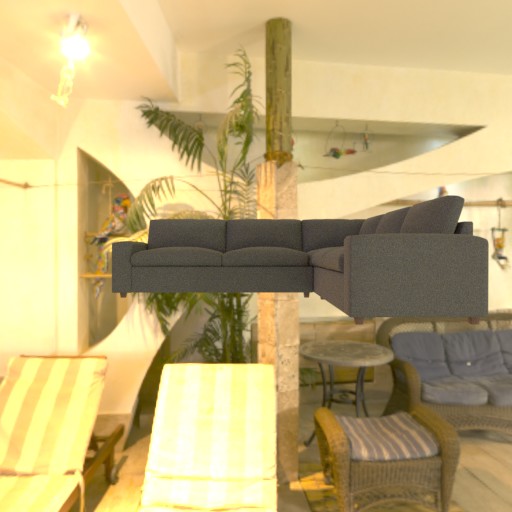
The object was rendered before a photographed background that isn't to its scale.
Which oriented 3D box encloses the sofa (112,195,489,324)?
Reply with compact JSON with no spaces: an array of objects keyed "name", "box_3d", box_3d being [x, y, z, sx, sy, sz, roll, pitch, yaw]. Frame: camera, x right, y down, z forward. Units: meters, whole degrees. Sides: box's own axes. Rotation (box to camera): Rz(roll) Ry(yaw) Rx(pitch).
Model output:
[{"name":"sofa","box_3d":[0.000,0.000,4.559,3.277,0.965,2.895,0,1,0]}]
